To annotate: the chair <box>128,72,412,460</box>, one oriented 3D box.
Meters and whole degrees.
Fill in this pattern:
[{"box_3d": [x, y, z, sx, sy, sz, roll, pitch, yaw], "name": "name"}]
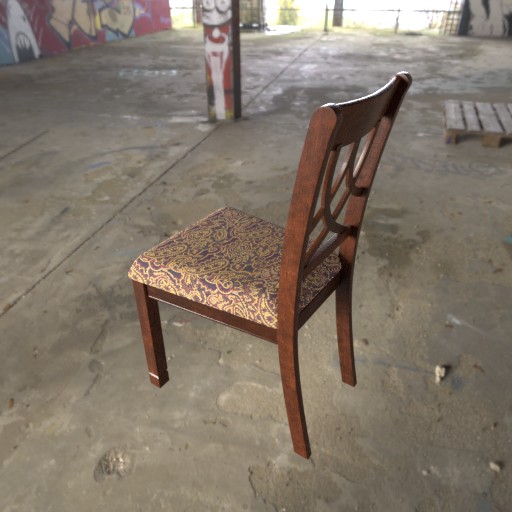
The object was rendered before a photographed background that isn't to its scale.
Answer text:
[{"box_3d": [0.000, 0.000, 1.243, 0.584, 0.965, 0.457, 20, 37, 29], "name": "chair"}]
